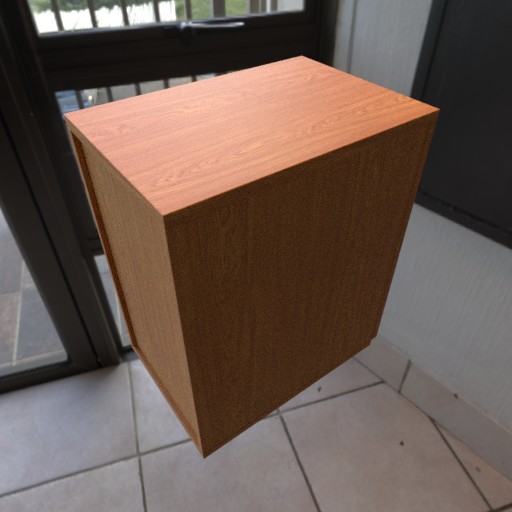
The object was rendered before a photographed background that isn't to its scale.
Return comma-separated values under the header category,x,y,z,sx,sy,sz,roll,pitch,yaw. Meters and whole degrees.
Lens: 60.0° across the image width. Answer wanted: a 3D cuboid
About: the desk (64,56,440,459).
category,x,y,z,sx,sy,sz,roll,pitch,yaw
desk,0.000,0.000,1.081,0.600,0.730,0.404,-26,47,-26
